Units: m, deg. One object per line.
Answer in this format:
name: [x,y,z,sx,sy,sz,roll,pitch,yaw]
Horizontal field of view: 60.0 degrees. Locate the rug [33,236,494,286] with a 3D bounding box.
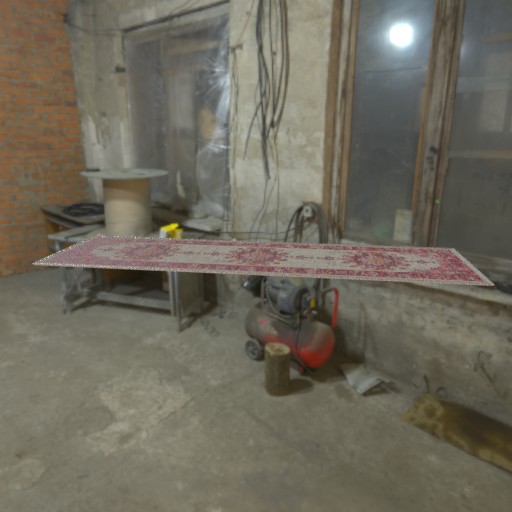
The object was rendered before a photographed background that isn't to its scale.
rug: [0.000,0.000,2.490,2.294,0.011,0.666,2,16,8]
